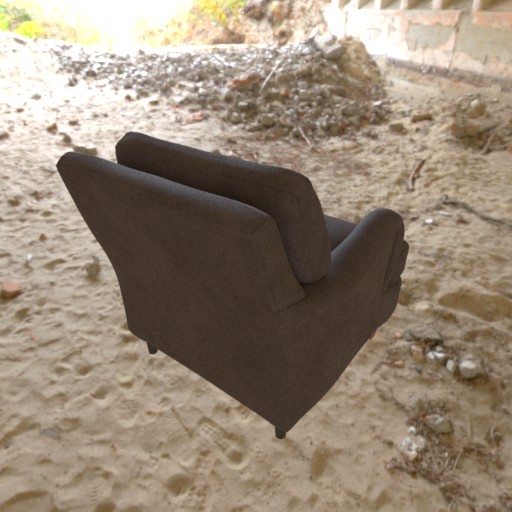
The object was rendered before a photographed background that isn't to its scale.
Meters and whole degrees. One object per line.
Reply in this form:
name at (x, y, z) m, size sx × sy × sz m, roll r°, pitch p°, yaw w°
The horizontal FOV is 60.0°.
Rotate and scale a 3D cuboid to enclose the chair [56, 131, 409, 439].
chair at (0.000, 0.000, 1.804) m, size 0.955 × 0.997 × 1.070 m, roll 22°, pitch 36°, yaw 33°
